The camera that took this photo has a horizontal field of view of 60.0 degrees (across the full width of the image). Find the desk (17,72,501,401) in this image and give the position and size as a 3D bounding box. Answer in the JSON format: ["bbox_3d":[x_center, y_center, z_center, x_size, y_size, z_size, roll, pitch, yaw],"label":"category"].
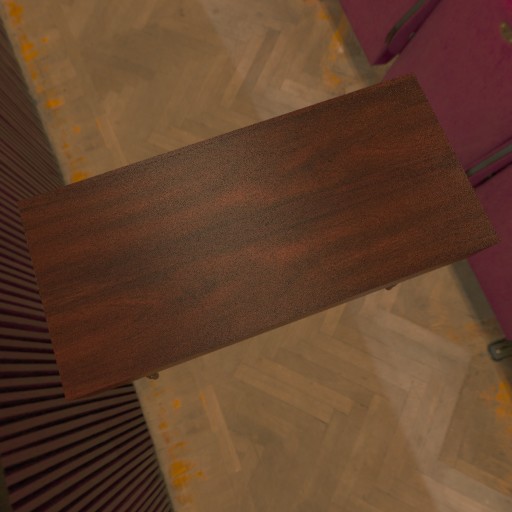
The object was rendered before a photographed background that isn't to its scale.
[{"bbox_3d":[0.000,0.000,2.085,1.577,1.031,0.734,-19,77,-5],"label":"desk"}]
